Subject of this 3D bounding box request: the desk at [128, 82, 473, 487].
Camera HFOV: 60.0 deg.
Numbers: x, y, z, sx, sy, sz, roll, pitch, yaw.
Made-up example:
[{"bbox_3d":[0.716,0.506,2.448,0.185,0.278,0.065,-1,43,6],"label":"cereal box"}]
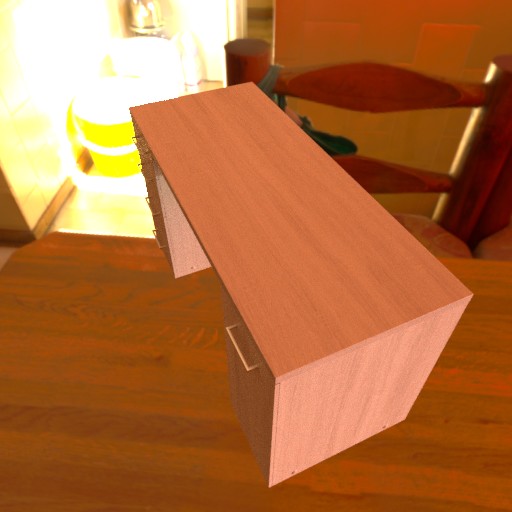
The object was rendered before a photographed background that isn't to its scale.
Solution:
[{"bbox_3d":[0.000,0.000,1.761,0.600,0.740,1.390,-18,48,-17],"label":"desk"}]
